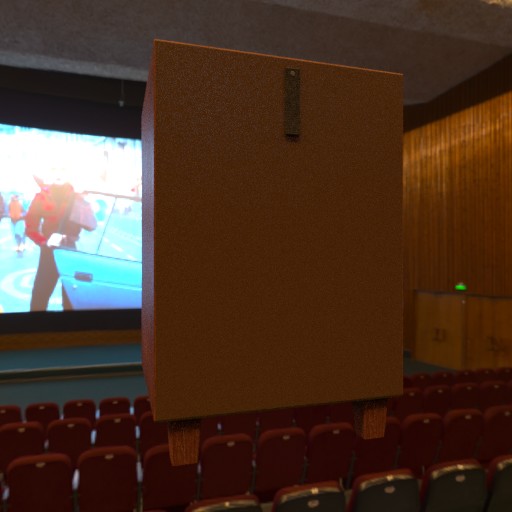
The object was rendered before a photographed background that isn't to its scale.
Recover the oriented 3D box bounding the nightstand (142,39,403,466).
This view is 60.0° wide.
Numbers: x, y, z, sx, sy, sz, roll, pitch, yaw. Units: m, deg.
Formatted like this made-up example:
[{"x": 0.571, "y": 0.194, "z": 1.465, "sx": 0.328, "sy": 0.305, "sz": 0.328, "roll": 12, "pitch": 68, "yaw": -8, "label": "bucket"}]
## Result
[{"x": 0.000, "y": 0.000, "z": 0.968, "sx": 0.465, "sy": 0.695, "sz": 0.410, "roll": 0, "pitch": 0, "yaw": -17, "label": "nightstand"}]
